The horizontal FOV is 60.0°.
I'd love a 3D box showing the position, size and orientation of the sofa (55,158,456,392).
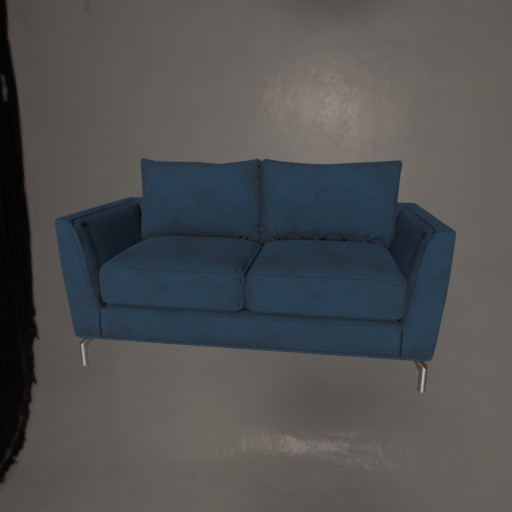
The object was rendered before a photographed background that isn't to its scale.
[{"bbox_3d":[0.000,0.000,2.374,1.770,1.002,0.853,2,15,8],"label":"sofa"}]
